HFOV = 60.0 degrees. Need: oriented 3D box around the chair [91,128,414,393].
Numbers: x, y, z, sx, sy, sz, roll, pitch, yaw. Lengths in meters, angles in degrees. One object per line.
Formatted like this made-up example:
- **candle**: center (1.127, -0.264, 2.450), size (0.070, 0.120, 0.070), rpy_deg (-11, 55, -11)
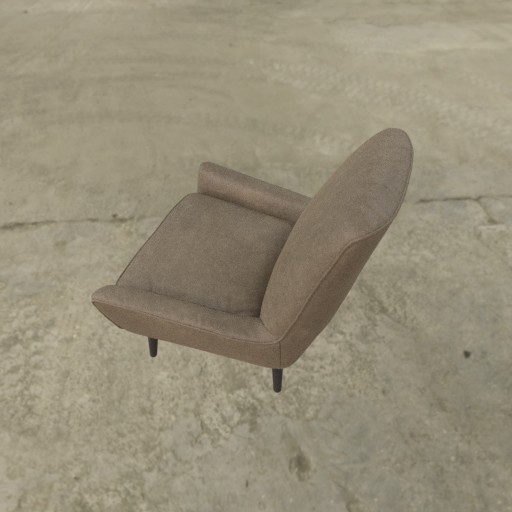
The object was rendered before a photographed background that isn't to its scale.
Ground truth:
- **chair**: center (0.000, 0.000, 1.522), size (0.824, 0.888, 0.787), rpy_deg (16, 48, 15)
